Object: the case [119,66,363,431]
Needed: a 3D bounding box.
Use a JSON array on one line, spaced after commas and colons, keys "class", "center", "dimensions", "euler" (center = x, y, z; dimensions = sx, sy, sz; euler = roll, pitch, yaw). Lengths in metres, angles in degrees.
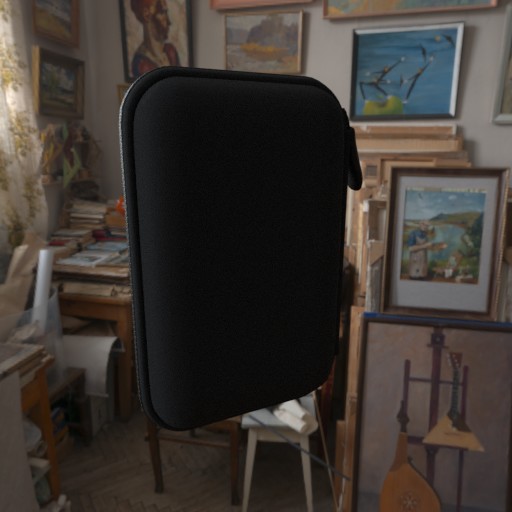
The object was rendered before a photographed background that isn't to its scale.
[{"class": "case", "center": [0.000, 0.000, 0.191], "dimensions": [0.107, 0.147, 0.030], "euler": [-7, 16, -26]}]
